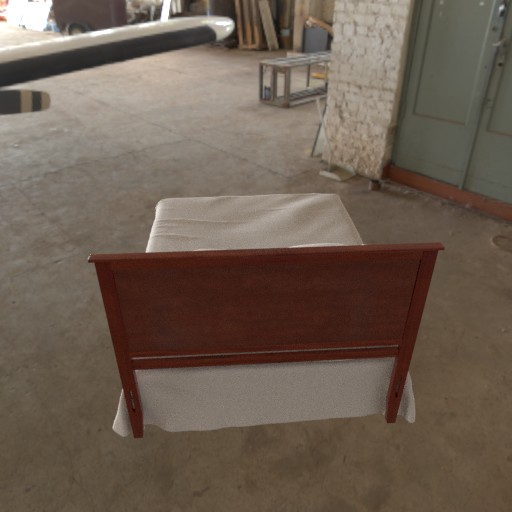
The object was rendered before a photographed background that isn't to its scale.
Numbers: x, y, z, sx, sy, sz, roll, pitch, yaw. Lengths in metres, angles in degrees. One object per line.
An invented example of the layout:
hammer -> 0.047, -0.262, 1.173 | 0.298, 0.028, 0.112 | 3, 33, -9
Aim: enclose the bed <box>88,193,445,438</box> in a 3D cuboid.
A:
bed -> 0.000, 0.000, 3.230 | 1.870, 1.270, 2.050 | -2, 32, -3
